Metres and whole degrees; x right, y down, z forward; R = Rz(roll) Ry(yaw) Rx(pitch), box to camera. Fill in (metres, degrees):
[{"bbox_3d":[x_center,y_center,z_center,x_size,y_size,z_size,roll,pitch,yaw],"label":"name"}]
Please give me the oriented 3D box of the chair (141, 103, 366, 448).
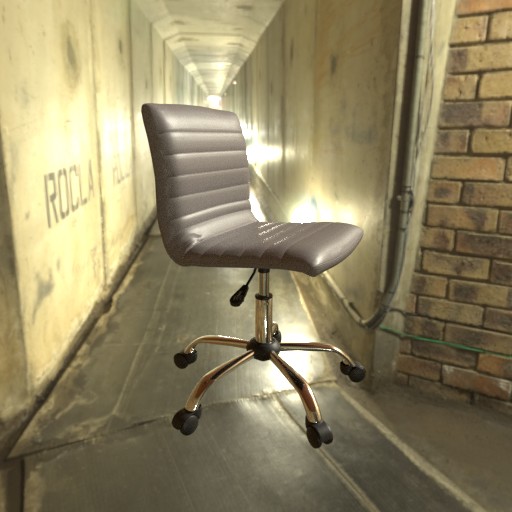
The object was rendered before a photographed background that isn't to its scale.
[{"bbox_3d":[0.000,0.000,1.145,0.542,0.750,0.569,7,17,26],"label":"chair"}]
